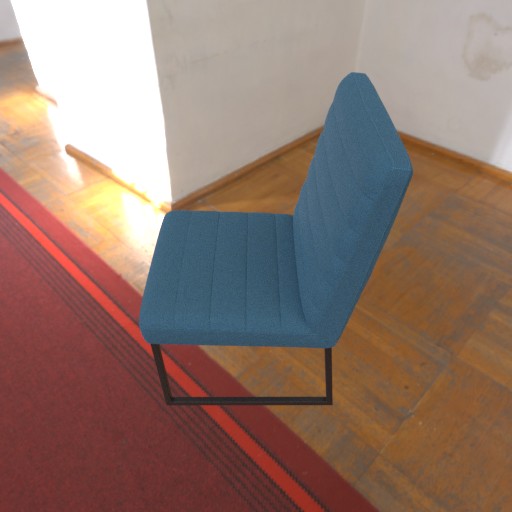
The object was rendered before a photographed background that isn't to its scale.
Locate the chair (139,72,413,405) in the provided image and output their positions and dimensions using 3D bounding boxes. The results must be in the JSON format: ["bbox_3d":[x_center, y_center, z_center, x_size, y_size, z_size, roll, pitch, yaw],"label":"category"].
[{"bbox_3d":[0.000,0.000,1.339,0.634,0.930,0.520,0,42,0],"label":"chair"}]
